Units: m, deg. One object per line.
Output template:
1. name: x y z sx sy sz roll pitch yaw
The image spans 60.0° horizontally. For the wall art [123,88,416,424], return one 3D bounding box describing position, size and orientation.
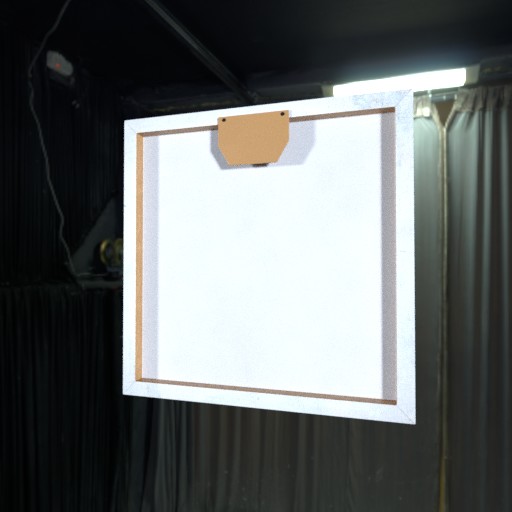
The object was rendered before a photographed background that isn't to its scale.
1. wall art: 0.000 0.000 0.900 0.605 0.605 0.044 0 -1 18
